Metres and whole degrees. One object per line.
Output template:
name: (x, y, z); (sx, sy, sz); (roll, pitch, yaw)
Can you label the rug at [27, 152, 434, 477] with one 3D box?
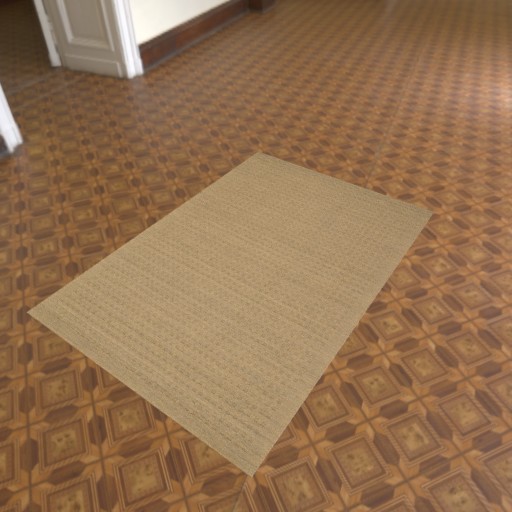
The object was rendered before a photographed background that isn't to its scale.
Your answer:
rug: (0.000, 0.000, 3.638); (1.981, 0.006, 2.895); (25, 47, 26)
